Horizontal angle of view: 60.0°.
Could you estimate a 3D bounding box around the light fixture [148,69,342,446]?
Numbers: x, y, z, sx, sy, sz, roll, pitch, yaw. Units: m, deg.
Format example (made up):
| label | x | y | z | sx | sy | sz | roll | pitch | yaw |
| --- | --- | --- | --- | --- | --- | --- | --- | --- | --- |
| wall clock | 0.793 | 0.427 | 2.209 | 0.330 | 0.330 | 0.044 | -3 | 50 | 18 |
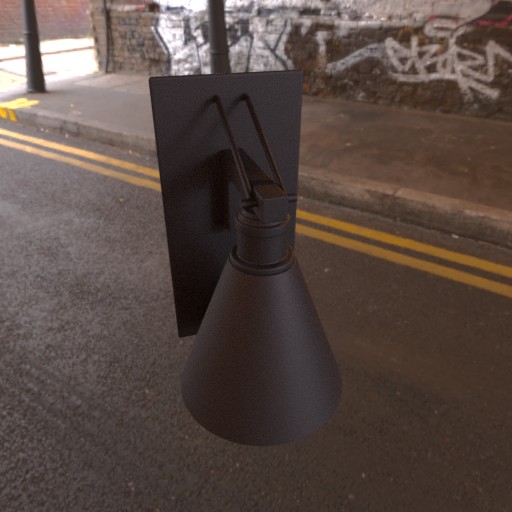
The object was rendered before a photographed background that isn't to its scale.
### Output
| label | x | y | z | sx | sy | sz | roll | pitch | yaw |
| --- | --- | --- | --- | --- | --- | --- | --- | --- | --- |
| light fixture | 0.000 | 0.000 | 0.417 | 0.170 | 0.298 | 0.207 | -9 | 32 | -15 |
